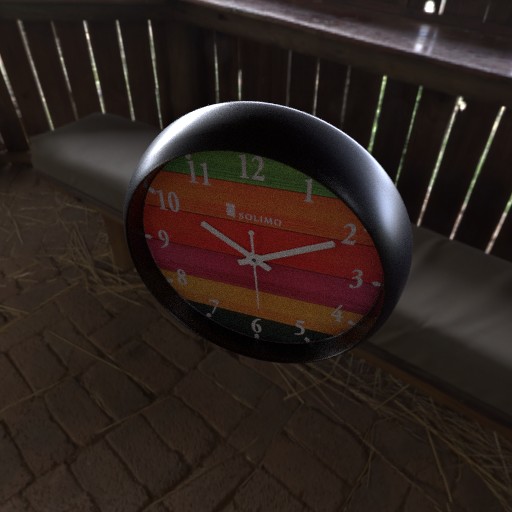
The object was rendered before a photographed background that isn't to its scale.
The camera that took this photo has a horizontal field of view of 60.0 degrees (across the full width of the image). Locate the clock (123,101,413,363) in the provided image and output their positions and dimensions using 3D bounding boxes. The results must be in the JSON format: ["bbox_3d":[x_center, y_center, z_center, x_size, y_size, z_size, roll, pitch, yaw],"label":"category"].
[{"bbox_3d":[0.000,0.000,0.453,0.300,0.300,0.060,12,42,14],"label":"clock"}]
